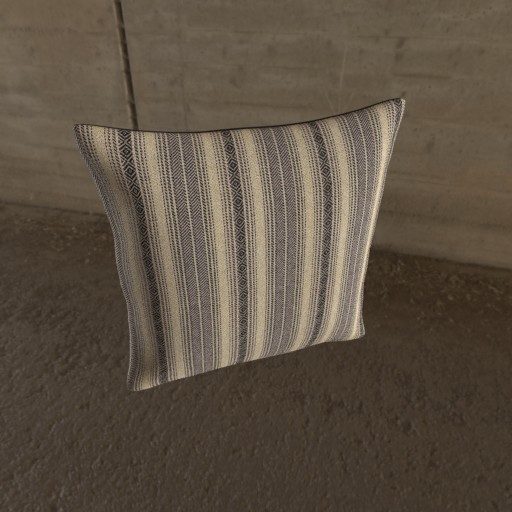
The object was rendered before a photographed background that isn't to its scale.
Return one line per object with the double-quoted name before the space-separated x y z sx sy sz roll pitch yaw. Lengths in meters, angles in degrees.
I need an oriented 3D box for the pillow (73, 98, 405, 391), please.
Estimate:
"pillow" 0.000 0.000 0.791 0.520 0.508 0.166 -10 33 -15
